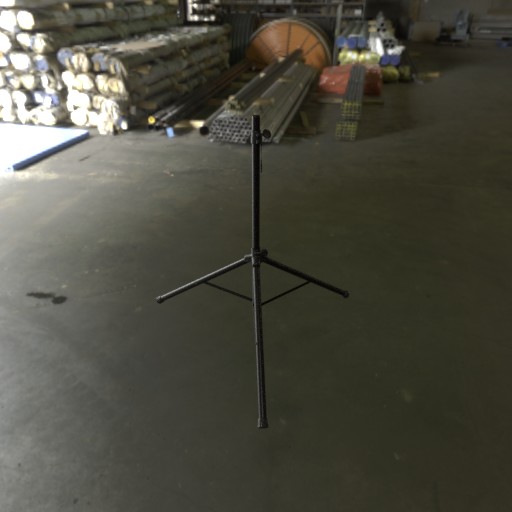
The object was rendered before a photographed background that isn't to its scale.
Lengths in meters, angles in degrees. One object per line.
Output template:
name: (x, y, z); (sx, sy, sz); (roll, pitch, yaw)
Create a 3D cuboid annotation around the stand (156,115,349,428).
stand: (0.000, 0.000, 2.743); (1.596, 1.595, 1.339); (-1, 31, -2)
